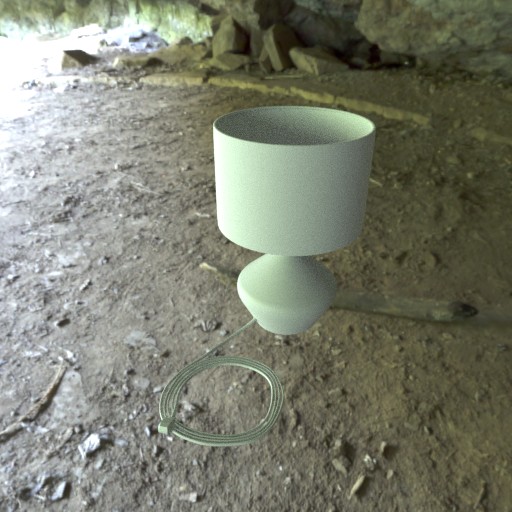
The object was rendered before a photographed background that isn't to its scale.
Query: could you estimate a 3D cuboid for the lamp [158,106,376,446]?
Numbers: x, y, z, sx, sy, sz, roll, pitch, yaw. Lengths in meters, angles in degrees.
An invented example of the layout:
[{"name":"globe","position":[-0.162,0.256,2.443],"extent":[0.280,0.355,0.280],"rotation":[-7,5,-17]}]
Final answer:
[{"name":"lamp","position":[0.000,0.000,0.860],"extent":[0.546,0.457,0.401],"rotation":[-19,35,-30]}]
